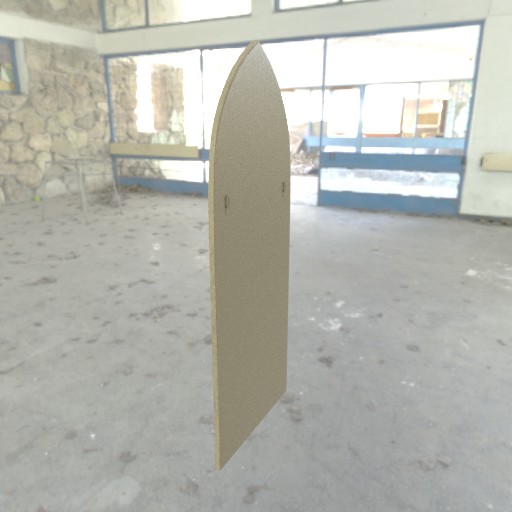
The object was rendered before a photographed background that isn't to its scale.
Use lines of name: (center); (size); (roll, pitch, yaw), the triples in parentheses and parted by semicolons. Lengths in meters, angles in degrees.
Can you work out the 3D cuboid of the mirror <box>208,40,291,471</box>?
mirror: (0.000, 0.000, 1.321); (0.025, 1.175, 0.464); (8, 18, 27)
